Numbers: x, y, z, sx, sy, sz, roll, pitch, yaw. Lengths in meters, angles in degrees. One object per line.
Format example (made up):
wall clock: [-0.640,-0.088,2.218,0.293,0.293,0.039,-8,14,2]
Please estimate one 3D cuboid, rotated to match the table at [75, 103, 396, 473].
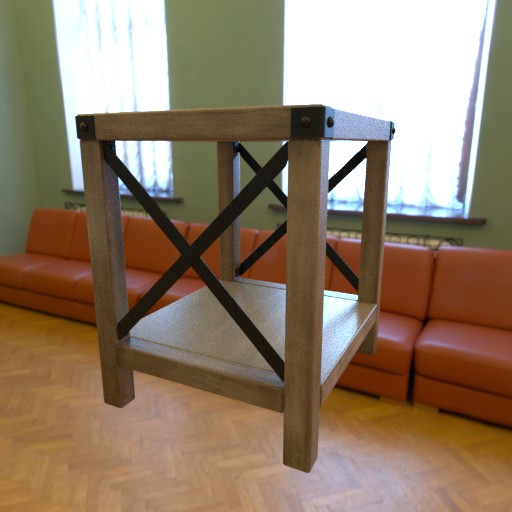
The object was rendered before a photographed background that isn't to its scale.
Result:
table: [0.000,0.000,0.940,0.459,0.561,0.510,7,16,26]
